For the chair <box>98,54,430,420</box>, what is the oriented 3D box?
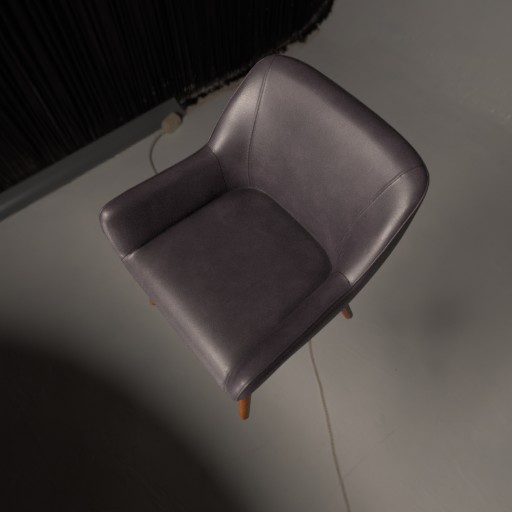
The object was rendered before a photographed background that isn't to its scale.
[{"bbox_3d":[0.000,0.000,1.277,0.610,0.828,0.610,-37,68,-17],"label":"chair"}]
